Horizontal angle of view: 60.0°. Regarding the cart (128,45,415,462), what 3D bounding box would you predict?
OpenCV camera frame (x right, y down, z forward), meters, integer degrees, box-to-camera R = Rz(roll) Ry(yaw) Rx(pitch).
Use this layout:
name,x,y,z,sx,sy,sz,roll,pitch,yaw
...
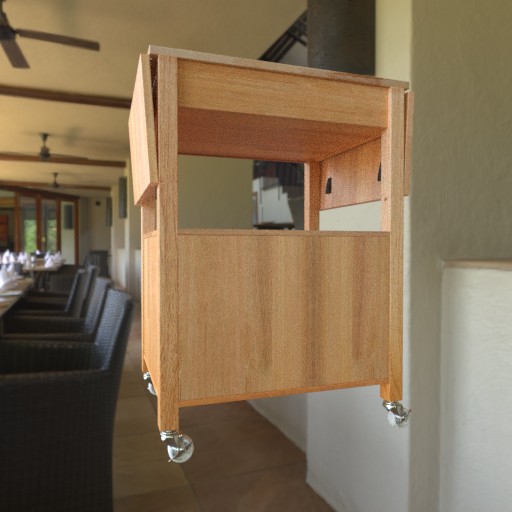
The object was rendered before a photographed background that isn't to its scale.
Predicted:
name,x,y,z,sx,sy,sz,roll,pitch,yaw
cart,0.000,0.000,1.204,0.640,0.838,0.508,0,1,-19
